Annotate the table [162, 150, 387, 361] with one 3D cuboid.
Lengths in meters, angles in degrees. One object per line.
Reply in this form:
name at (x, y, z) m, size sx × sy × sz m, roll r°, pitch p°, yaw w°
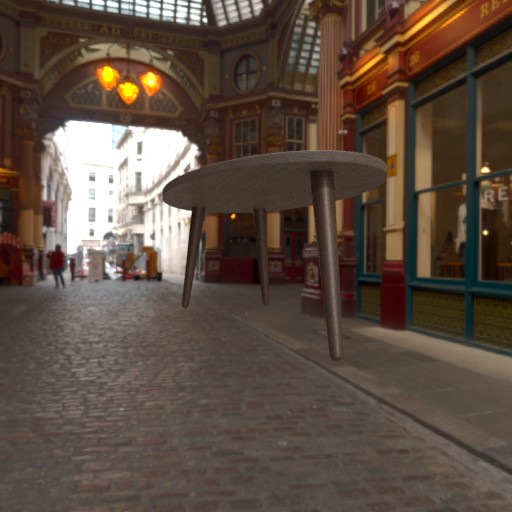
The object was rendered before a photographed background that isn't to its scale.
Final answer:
table at (0.000, 0.000, 1.327) m, size 0.542 × 0.390 × 1.083 m, roll 0°, pitch 0°, yaw -17°
